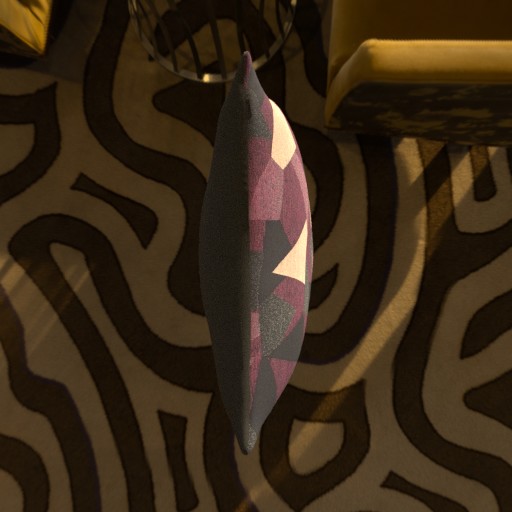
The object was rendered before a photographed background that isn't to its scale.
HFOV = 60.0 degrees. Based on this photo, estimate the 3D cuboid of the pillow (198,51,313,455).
[{"bbox_3d":[0.000,0.000,0.775,0.208,0.496,0.503,0,90,1],"label":"pillow"}]
